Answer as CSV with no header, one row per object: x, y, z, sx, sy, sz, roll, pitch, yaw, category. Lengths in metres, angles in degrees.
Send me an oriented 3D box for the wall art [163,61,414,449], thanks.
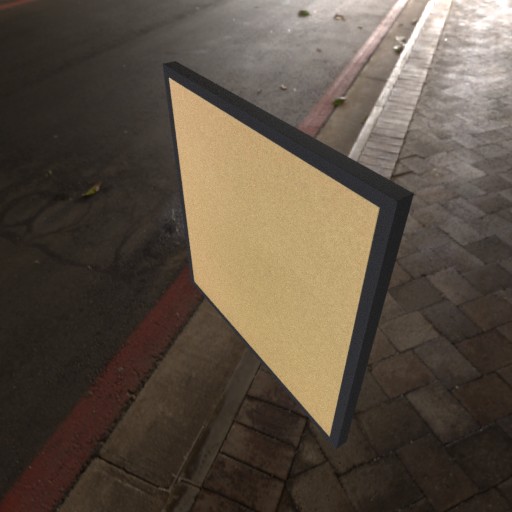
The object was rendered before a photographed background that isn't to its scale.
0.000,0.000,1.135,0.037,0.760,0.762,-25,46,-26,wall art
